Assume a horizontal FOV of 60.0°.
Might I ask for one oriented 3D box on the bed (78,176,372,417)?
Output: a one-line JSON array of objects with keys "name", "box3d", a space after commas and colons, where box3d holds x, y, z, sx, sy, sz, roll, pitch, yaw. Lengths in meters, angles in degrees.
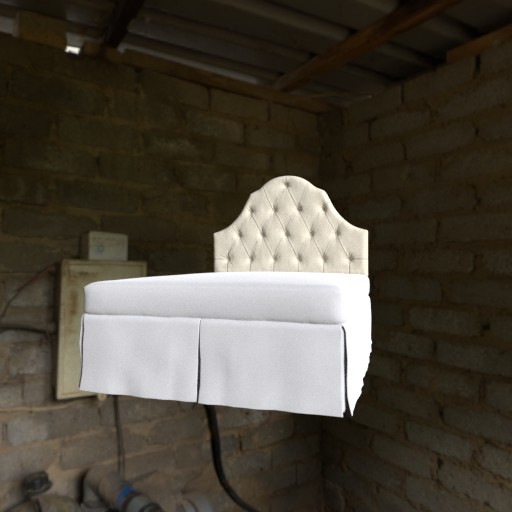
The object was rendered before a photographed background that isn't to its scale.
[{"name": "bed", "box3d": [0.000, 0.000, 3.336, 1.627, 1.575, 2.092, 0, -1, 17]}]
